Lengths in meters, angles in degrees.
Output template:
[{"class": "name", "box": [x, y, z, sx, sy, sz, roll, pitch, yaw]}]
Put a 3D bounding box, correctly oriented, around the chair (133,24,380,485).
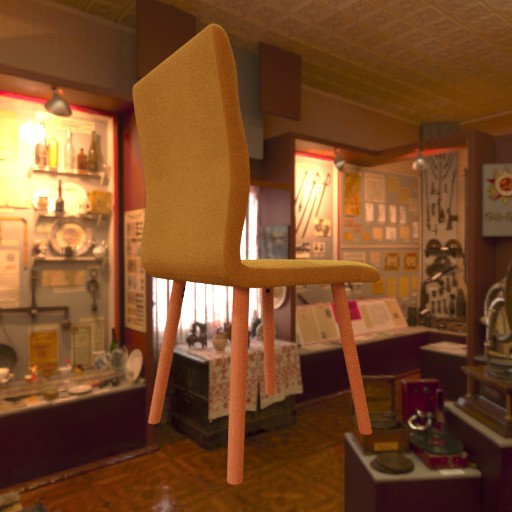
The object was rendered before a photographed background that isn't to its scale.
[{"class": "chair", "box": [0.000, 0.000, 1.245, 0.550, 0.965, 0.450, 0, 0, -37]}]
